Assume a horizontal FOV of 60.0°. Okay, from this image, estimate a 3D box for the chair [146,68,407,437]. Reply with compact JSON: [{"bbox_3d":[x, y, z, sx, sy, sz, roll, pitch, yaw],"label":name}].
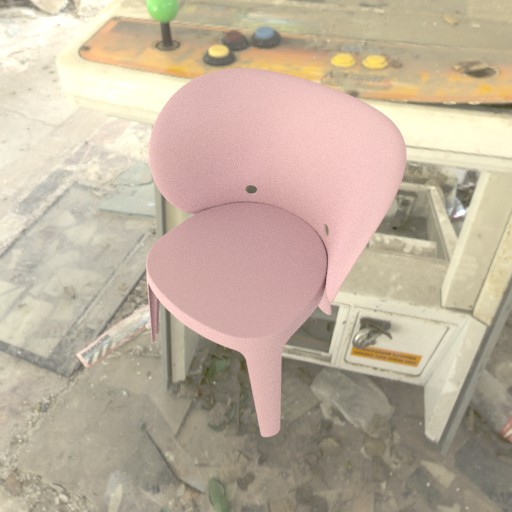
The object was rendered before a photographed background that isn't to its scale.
[{"bbox_3d":[0.000,0.000,0.871,0.451,0.554,0.402,32,55,26],"label":"chair"}]
